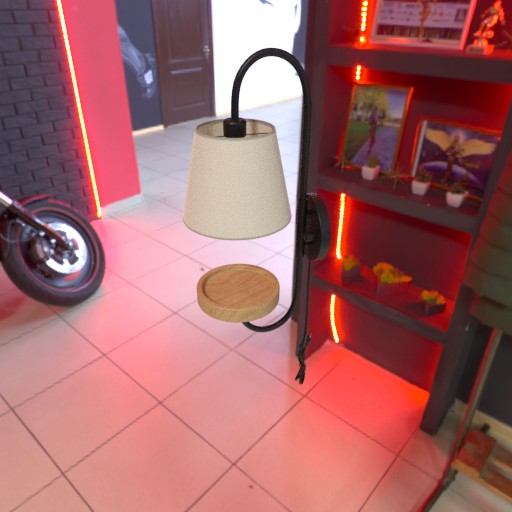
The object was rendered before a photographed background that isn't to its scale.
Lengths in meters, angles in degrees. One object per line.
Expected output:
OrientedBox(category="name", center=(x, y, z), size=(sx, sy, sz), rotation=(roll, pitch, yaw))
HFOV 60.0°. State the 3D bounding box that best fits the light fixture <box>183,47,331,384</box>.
OrientedBox(category="light fixture", center=(0.000, 0.000, 0.962), size=(0.299, 0.821, 0.220), rotation=(-8, 31, -14))
